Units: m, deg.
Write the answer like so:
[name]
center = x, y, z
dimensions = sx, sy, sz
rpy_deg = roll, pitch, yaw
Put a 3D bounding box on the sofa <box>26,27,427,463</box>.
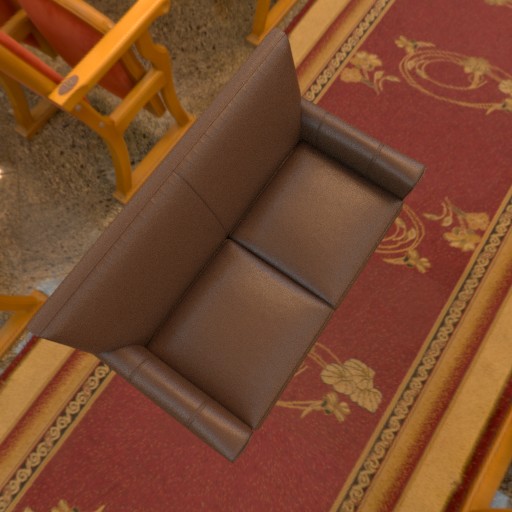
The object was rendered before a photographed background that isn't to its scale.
[sofa]
center = 0.000, 0.000, 1.968
dimensions = 0.853, 0.859, 1.468
rpy_deg = 34, 77, 9
